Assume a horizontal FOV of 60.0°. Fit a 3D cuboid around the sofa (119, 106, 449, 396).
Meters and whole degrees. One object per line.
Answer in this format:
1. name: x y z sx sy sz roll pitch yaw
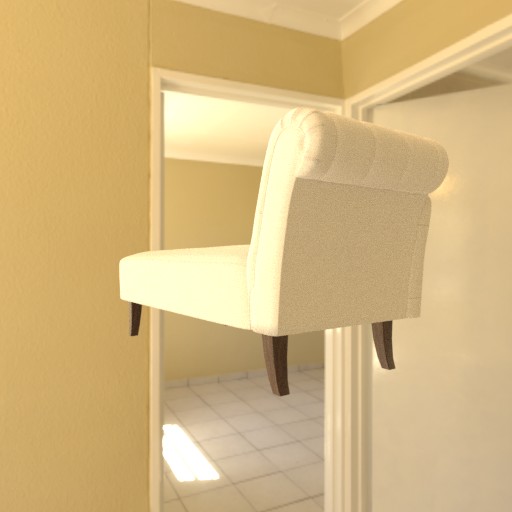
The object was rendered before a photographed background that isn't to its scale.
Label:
1. sofa: 0.000 0.000 1.812 0.675 0.787 1.379 0 0 -36
